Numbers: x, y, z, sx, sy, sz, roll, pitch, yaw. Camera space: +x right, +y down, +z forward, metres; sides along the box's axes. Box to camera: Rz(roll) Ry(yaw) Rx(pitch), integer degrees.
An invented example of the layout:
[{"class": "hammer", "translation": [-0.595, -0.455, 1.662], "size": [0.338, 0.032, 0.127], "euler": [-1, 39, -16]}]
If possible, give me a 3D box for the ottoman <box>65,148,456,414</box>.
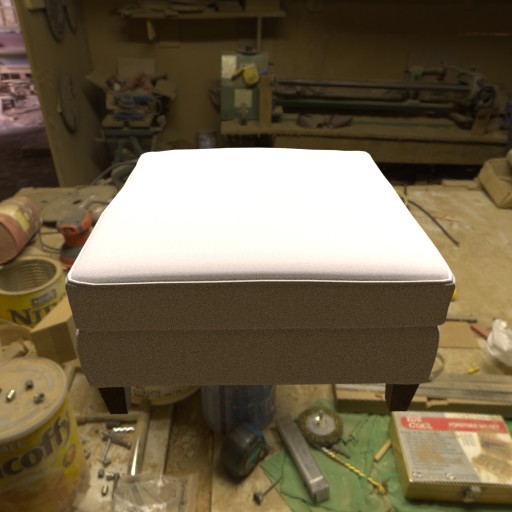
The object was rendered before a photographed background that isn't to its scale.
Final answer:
[{"class": "ottoman", "translation": [0.000, 0.000, 1.343], "size": [0.838, 0.479, 0.838], "euler": [0, 31, -1]}]
